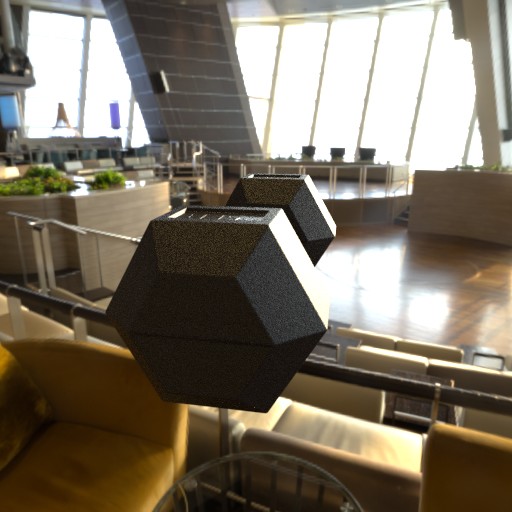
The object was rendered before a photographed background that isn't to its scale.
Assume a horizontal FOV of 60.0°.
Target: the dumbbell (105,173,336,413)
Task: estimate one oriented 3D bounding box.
[{"bbox_3d":[0.000,0.000,0.377,0.129,0.113,0.315,3,16,10],"label":"dumbbell"}]
